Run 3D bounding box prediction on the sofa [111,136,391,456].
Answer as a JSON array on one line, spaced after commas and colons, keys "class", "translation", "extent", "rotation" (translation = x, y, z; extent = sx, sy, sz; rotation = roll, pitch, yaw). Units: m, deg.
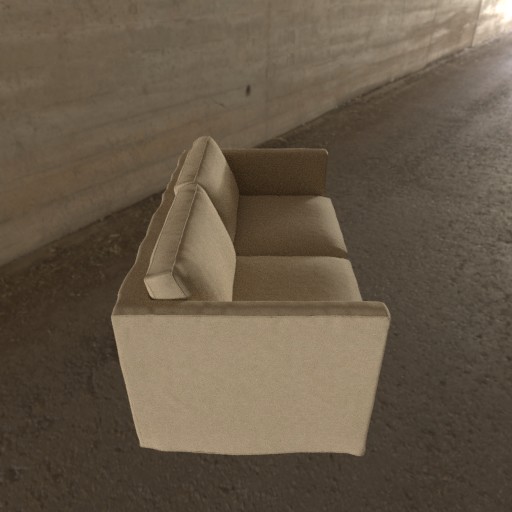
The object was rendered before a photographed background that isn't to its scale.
[{"class": "sofa", "translation": [0.000, 0.000, 2.301], "extent": [0.962, 0.835, 1.719], "rotation": [0, 32, 0]}]
